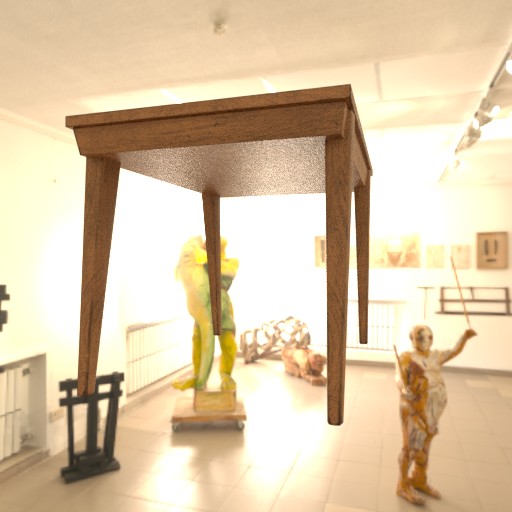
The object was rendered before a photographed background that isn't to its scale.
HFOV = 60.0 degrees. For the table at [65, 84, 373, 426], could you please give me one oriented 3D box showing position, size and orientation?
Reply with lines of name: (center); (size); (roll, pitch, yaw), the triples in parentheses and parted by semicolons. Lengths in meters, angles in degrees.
table: (0.000, 0.000, 1.575); (0.757, 0.760, 1.027); (0, 0, 17)
